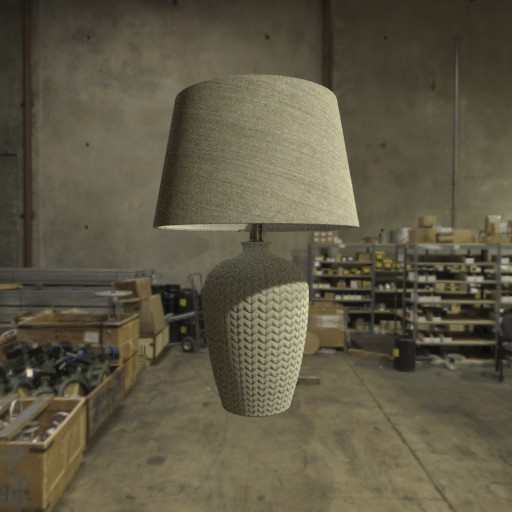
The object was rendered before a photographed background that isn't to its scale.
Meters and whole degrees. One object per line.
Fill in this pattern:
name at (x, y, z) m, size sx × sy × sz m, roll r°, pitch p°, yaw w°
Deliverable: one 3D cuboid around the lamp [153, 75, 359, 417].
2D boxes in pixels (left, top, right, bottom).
lamp at (0.000, 0.000, 0.860) m, size 0.390 × 0.580 × 0.390 m, roll 0°, pitch 1°, yaw 0°
